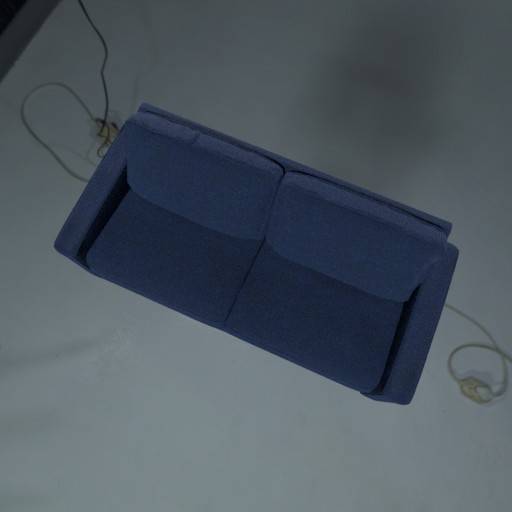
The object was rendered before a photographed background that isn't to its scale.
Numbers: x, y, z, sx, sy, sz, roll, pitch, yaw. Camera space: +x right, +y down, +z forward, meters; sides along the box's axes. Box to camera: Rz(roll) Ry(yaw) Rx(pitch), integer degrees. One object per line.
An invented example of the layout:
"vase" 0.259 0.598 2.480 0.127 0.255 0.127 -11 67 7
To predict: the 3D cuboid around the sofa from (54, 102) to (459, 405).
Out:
"sofa" 0.000 0.000 2.556 2.080 0.919 0.940 23 76 6
